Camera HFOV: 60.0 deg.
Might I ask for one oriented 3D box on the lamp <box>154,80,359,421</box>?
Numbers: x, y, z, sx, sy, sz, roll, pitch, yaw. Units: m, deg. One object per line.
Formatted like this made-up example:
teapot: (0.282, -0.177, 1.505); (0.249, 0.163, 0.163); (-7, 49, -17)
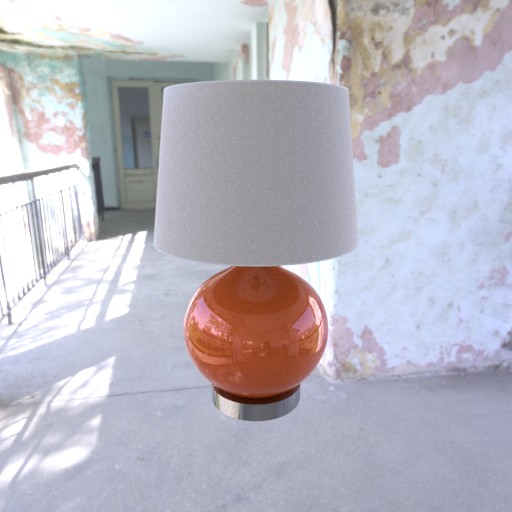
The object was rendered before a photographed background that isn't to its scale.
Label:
lamp: (0.000, 0.000, 0.551); (0.247, 0.387, 0.247); (0, 15, 0)
